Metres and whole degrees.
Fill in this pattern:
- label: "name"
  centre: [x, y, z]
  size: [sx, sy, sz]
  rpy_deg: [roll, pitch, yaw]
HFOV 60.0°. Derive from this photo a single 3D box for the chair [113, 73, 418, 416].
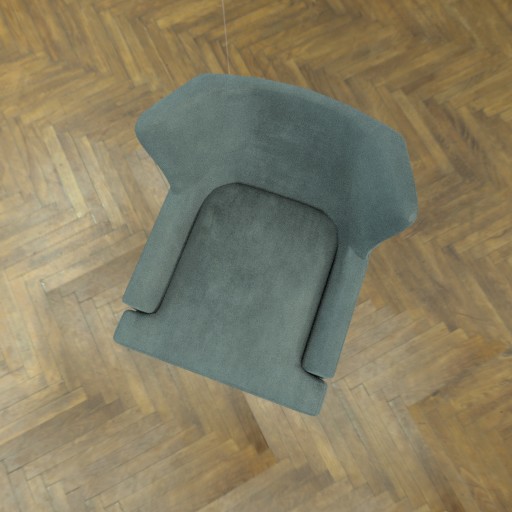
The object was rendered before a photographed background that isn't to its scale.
- label: "chair"
  centre: [0.000, 0.000, 1.578]
  size: [0.784, 0.950, 0.906]
  rpy_deg: [19, 77, 5]
